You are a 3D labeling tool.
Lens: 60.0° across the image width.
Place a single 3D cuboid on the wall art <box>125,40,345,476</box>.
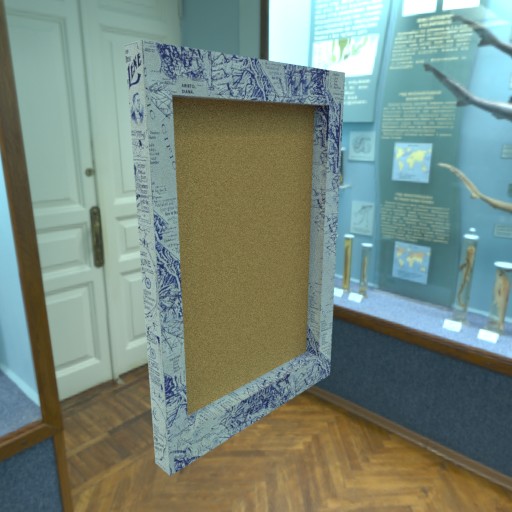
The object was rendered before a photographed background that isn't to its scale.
[{"bbox_3d":[0.000,0.000,0.462,0.025,0.376,0.255,15,22,43],"label":"wall art"}]
